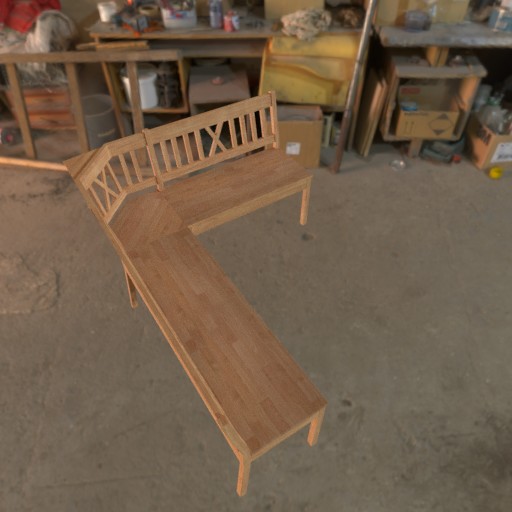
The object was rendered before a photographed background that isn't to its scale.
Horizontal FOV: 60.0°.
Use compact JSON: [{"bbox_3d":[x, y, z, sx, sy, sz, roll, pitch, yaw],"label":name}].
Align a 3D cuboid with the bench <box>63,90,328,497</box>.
[{"bbox_3d":[0.000,0.000,2.673,1.537,0.902,1.937,-25,51,-22],"label":"bench"}]
